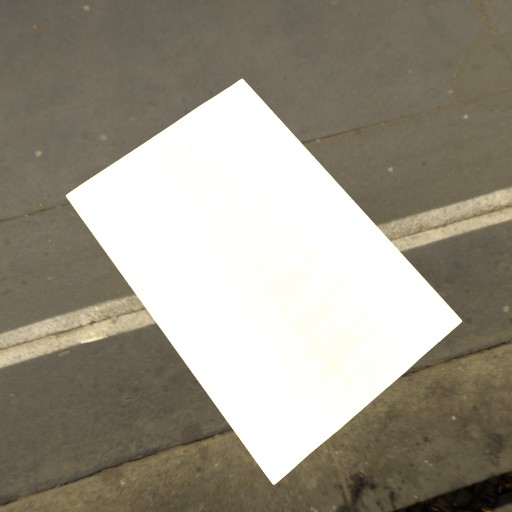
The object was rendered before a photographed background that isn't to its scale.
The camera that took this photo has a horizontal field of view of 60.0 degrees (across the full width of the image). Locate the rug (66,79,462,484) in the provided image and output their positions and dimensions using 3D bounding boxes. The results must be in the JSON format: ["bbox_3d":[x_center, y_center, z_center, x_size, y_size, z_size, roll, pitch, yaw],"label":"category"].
[{"bbox_3d":[0.000,0.000,2.358,1.234,0.006,1.850,-37,77,-10],"label":"rug"}]
